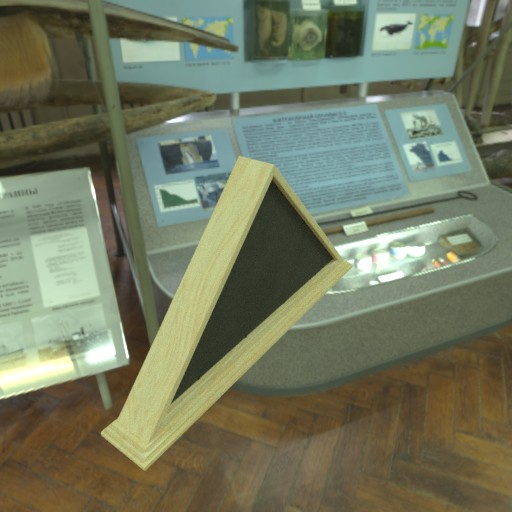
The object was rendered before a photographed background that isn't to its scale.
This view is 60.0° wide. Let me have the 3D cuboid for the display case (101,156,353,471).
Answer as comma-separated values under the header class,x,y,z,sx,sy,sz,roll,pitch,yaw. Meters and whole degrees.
class,x,y,z,sx,sy,sz,roll,pitch,yaw
display case,0.000,0.000,0.760,0.095,0.340,0.640,21,37,30
